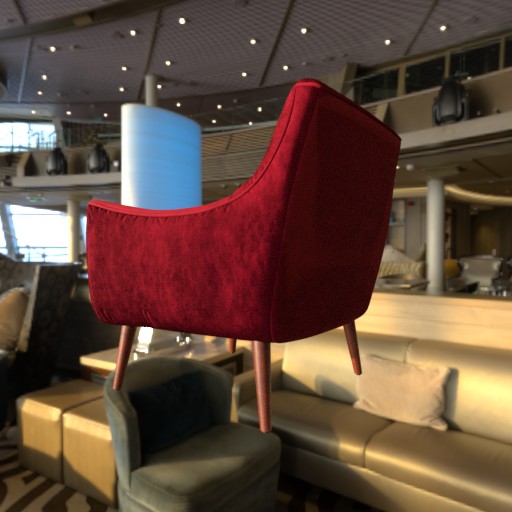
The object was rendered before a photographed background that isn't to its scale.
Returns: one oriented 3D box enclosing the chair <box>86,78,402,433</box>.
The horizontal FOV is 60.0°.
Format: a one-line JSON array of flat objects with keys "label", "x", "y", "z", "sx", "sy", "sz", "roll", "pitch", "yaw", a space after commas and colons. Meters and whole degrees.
[{"label": "chair", "x": 0.000, "y": 0.000, "z": 1.438, "sx": 0.787, "sy": 0.838, "sz": 0.762, "roll": 1, "pitch": 1, "yaw": 35}]
